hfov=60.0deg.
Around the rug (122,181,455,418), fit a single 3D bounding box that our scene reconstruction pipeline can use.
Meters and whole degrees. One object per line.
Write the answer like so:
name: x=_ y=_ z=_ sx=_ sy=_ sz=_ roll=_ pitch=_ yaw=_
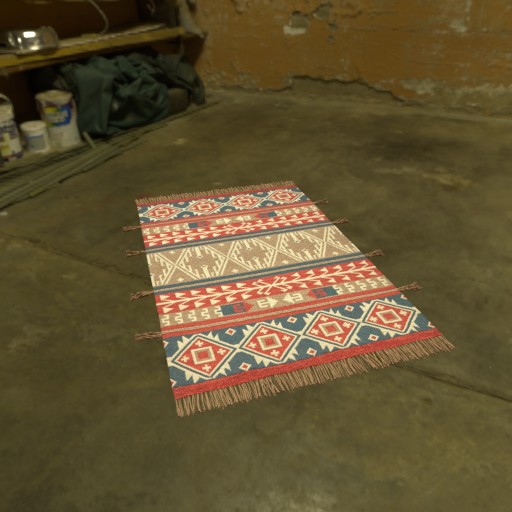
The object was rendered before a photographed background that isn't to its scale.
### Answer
rug: x=0.000 y=0.000 z=3.149 sx=1.778 sy=0.048 sz=2.450 roll=-9 pitch=33 yaw=-15
